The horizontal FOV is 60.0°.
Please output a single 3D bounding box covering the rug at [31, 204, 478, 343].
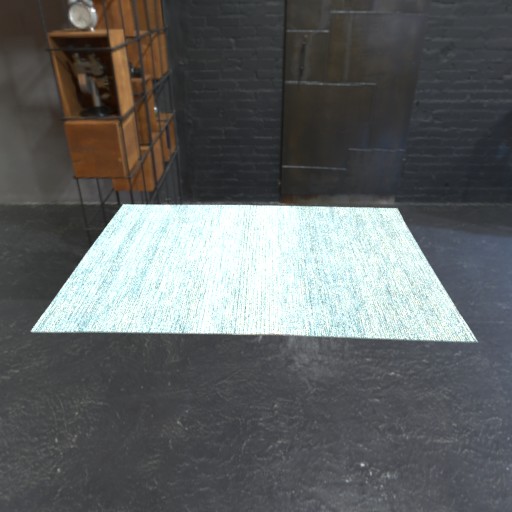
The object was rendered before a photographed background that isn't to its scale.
[{"bbox_3d":[0.000,0.000,2.921,2.260,0.026,1.611,1,30,2],"label":"rug"}]
